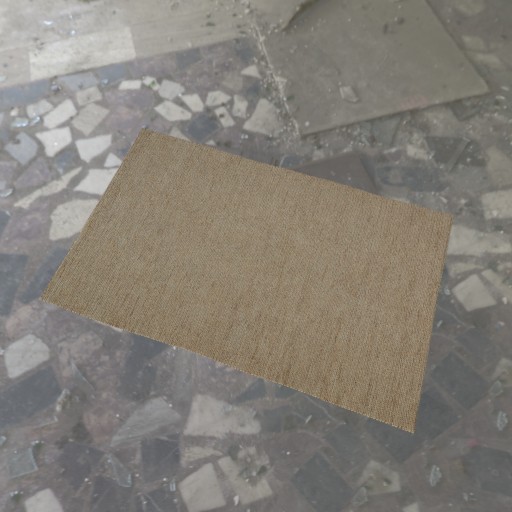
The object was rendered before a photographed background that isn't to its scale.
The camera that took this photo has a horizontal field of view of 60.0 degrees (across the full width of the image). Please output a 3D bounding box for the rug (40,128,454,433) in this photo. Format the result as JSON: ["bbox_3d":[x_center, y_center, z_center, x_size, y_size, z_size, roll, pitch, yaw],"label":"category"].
[{"bbox_3d":[0.000,0.000,3.007,2.439,0.011,1.533,18,65,8],"label":"rug"}]
